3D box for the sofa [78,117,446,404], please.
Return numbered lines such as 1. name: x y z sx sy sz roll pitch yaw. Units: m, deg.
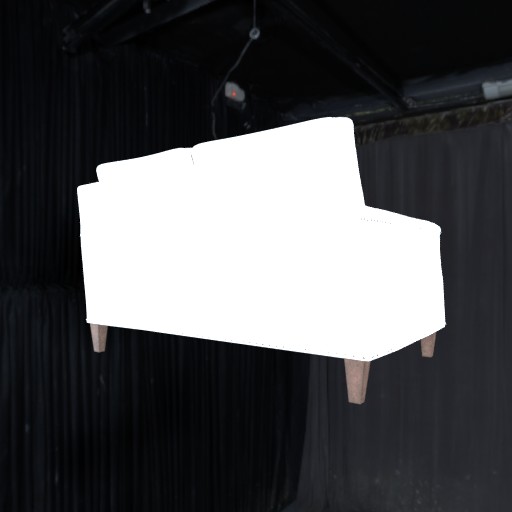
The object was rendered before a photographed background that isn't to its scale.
1. sofa: 0.000 0.000 2.254 1.597 1.003 1.084 0 -1 36
